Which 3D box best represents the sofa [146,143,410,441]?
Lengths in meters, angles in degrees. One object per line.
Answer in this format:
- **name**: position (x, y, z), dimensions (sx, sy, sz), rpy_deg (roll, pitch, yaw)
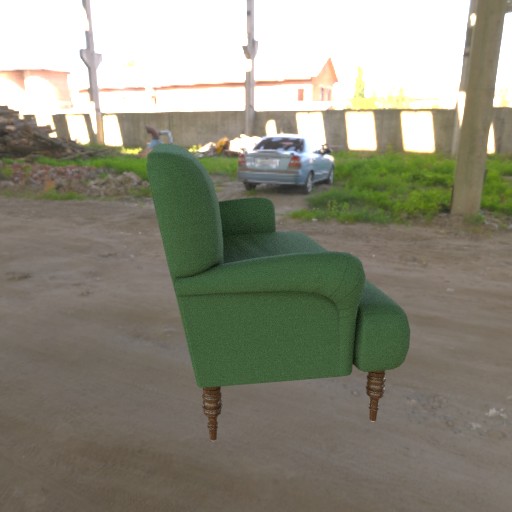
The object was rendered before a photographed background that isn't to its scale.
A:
- **sofa**: position (0.000, 0.000, 1.837), dimensions (0.779, 0.889, 1.297), rpy_deg (-3, 16, -10)
